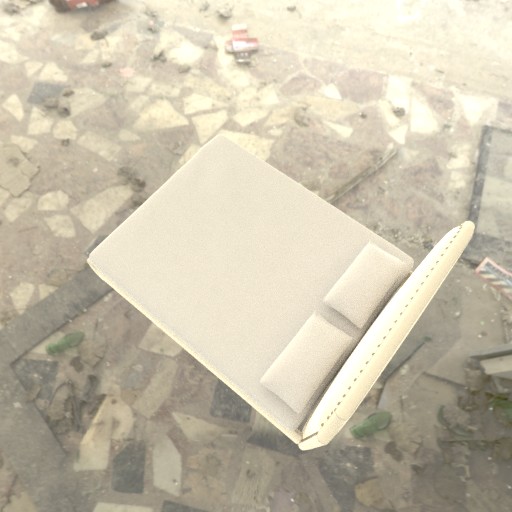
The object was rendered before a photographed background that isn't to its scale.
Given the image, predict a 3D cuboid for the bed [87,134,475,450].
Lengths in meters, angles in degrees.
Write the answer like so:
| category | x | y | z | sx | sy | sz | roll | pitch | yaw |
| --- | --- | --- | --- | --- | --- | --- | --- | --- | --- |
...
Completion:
| category | x | y | z | sx | sy | sz | roll | pitch | yaw |
| --- | --- | --- | --- | --- | --- | --- | --- | --- | --- |
| bed | 0.000 | 0.000 | 3.462 | 2.372 | 1.497 | 1.712 | 36 | 70 | 16 |
